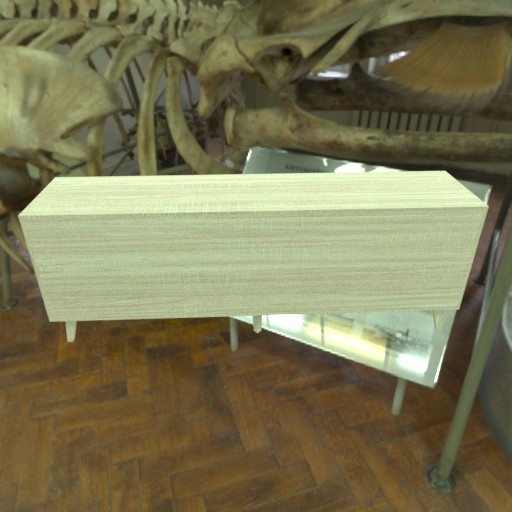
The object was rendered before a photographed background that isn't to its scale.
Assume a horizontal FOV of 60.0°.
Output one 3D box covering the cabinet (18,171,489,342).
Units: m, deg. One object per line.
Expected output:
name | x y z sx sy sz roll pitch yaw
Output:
cabinet | 0.000 0.000 2.481 2.200 0.780 0.500 -1 30 -2
